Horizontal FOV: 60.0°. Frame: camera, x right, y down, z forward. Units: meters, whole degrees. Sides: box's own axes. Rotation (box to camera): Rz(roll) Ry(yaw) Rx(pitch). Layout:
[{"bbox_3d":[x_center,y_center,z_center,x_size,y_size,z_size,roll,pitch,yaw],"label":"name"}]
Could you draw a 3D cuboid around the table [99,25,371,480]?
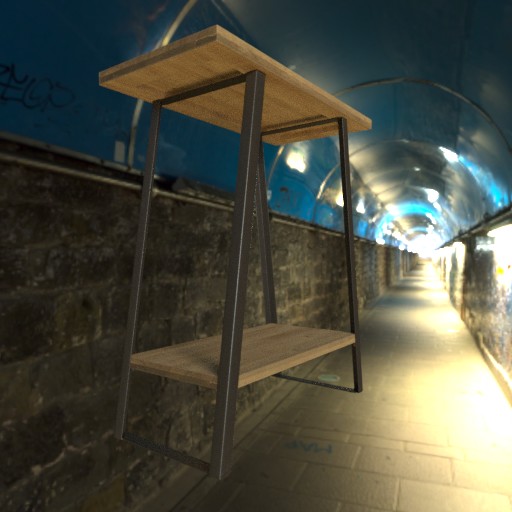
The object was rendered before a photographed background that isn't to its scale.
[{"bbox_3d":[0.000,0.000,0.996,0.300,0.701,0.599,0,1,37],"label":"table"}]
